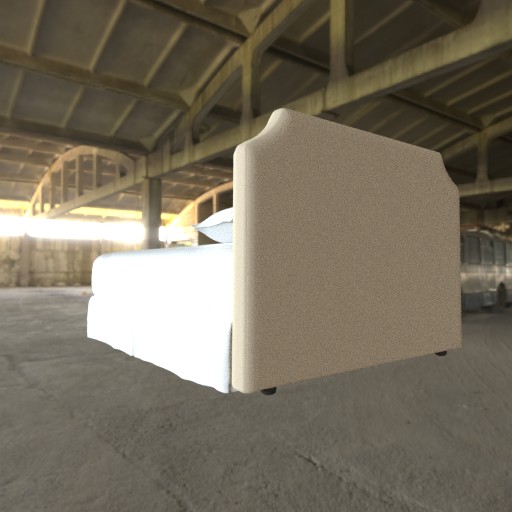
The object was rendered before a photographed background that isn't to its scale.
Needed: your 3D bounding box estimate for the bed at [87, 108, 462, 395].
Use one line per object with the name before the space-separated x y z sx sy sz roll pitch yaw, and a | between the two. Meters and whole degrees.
bed | 0.000 0.000 3.800 2.134 1.524 2.548 1 -2 -37
